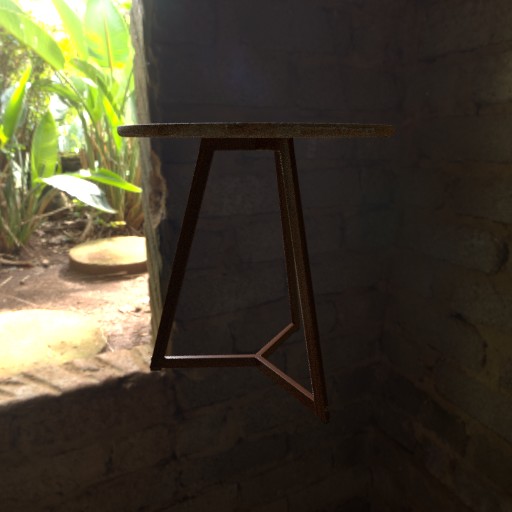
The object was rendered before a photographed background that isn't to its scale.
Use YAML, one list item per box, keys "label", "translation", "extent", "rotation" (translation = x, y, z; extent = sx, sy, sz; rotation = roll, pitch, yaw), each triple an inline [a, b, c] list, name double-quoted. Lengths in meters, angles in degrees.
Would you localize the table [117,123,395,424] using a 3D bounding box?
- label: "table"
  translation: [0.000, 0.000, 0.896]
  extent: [0.500, 0.500, 0.500]
  rotation: [0, 15, 0]
